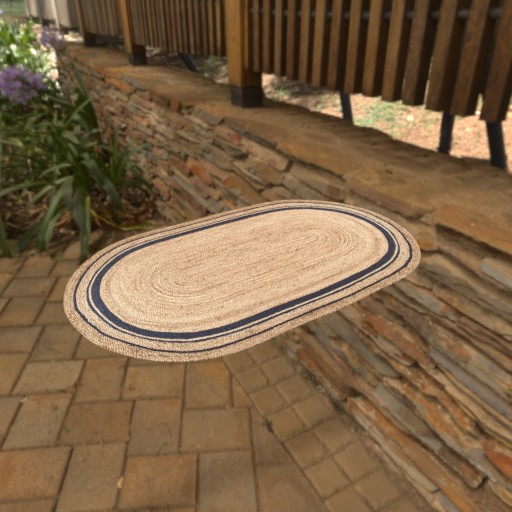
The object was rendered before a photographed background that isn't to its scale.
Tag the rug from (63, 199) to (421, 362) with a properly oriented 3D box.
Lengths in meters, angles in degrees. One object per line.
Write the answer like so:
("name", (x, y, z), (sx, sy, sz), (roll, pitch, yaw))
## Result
("rug", (0.000, 0.000, 2.964), (2.432, 0.006, 1.520), (-18, 34, -30))
